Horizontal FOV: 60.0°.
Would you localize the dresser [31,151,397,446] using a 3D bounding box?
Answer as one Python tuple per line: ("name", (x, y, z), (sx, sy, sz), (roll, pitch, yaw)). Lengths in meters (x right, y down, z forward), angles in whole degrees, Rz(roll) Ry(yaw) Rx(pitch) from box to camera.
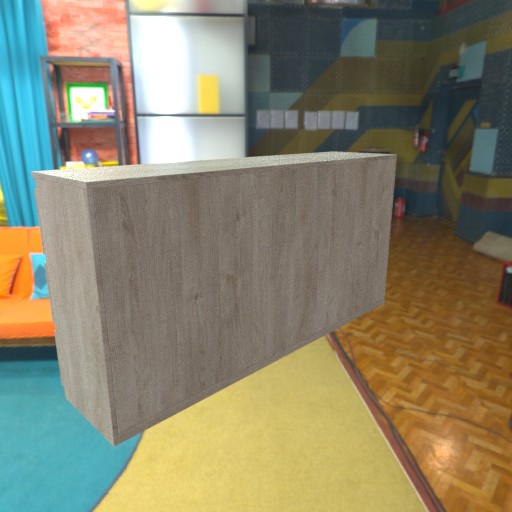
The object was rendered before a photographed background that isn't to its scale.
("dresser", (0.000, 0.000, 1.894), (0.390, 0.795, 1.590), (16, 22, 43))
